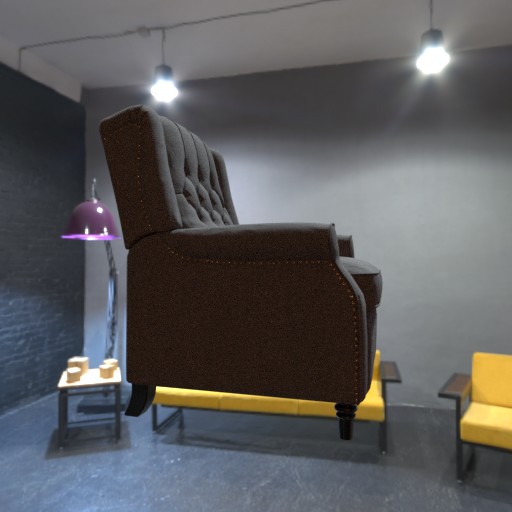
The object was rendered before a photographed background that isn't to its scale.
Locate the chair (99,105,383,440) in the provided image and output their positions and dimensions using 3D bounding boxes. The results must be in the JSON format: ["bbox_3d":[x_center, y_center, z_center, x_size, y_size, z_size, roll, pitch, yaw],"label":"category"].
[{"bbox_3d":[0.000,0.000,1.641,0.898,1.035,0.742,0,-1,17],"label":"chair"}]
